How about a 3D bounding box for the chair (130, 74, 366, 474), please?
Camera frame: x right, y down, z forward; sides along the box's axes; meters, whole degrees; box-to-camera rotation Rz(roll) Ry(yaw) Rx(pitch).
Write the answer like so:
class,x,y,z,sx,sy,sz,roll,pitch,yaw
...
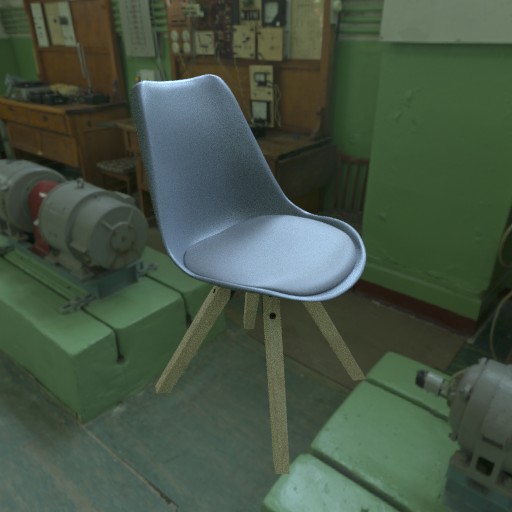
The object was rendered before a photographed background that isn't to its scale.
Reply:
class,x,y,z,sx,sy,sz,roll,pitch,yaw
chair,0.000,0.000,1.166,0.550,0.850,0.485,19,32,33
